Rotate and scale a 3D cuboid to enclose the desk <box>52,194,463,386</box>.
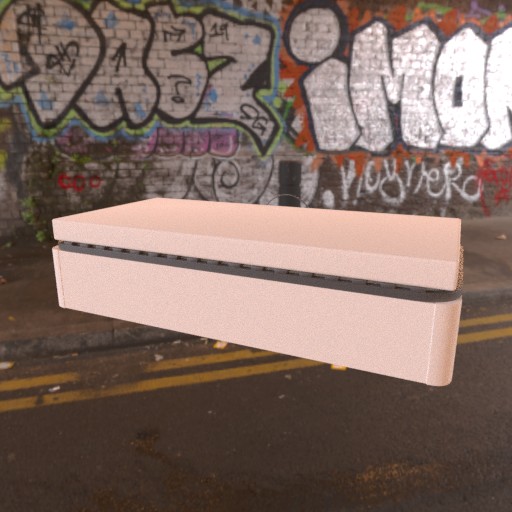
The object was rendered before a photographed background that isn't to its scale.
[{"bbox_3d":[0.000,0.000,2.246,1.900,0.526,0.900,7,17,23],"label":"desk"}]
